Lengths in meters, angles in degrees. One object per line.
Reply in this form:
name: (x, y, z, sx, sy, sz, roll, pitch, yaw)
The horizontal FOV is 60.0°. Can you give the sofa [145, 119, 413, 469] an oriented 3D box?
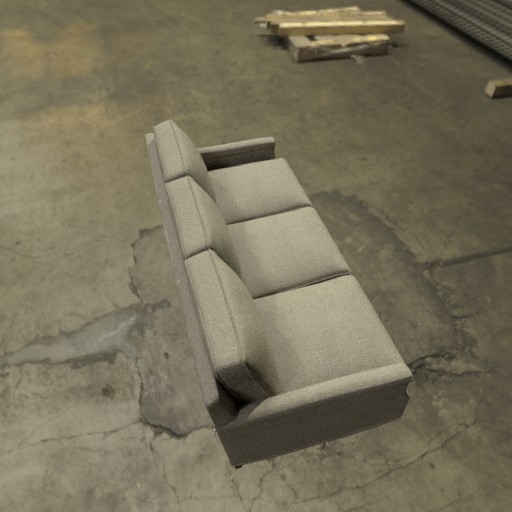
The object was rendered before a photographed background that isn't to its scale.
sofa: (0.000, 0.000, 2.867, 1.084, 1.003, 2.246, -12, 48, -11)
